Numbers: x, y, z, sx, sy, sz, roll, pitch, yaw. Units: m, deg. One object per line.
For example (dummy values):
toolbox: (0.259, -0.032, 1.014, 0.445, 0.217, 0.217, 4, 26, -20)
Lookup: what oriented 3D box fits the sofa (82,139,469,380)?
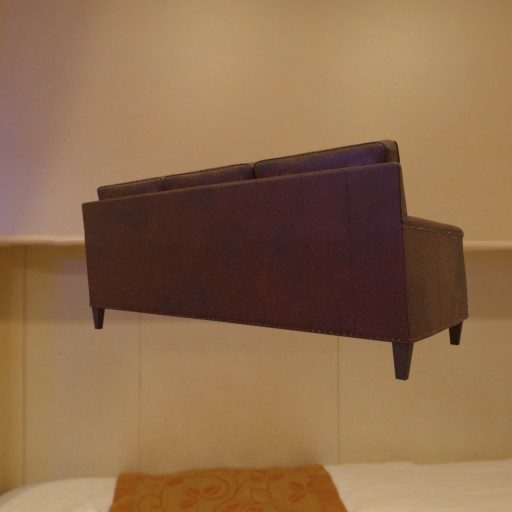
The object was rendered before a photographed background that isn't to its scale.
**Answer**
sofa: (0.000, 0.000, 2.758, 2.240, 1.003, 1.084, 0, 0, 37)
